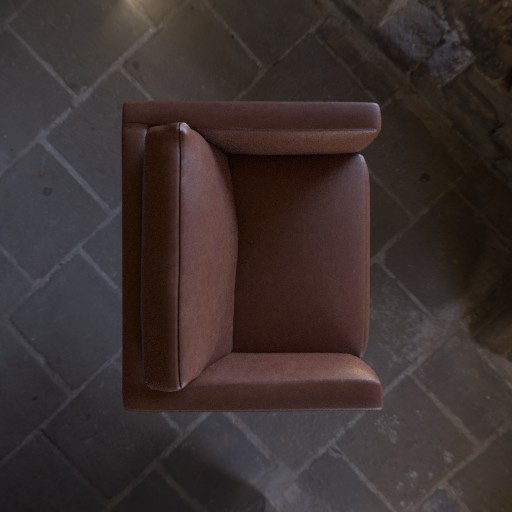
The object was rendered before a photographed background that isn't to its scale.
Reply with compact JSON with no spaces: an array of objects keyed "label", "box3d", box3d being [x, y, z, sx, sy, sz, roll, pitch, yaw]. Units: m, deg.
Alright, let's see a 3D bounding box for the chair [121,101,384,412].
[{"label":"chair","box3d":[0.000,0.000,1.838,0.959,0.917,1.107,0,91,-1]}]
